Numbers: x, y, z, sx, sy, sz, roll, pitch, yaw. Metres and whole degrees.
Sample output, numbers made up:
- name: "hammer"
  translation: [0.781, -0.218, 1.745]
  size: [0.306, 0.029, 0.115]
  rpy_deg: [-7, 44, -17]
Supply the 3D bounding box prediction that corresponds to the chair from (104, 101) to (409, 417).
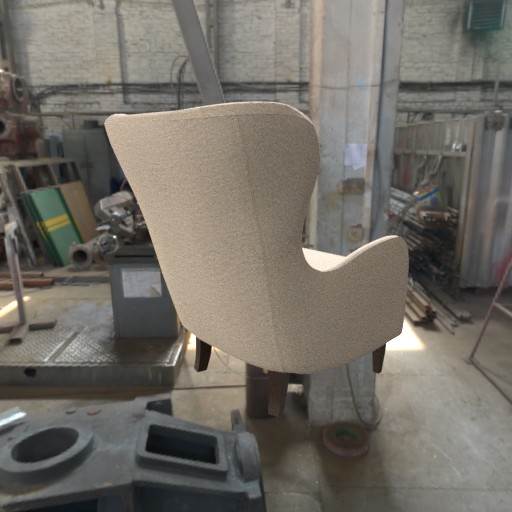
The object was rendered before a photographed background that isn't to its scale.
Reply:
- name: "chair"
  translation: [0.000, 0.000, 1.739]
  size: [0.984, 1.064, 0.861]
  rpy_deg: [-13, 19, -43]
